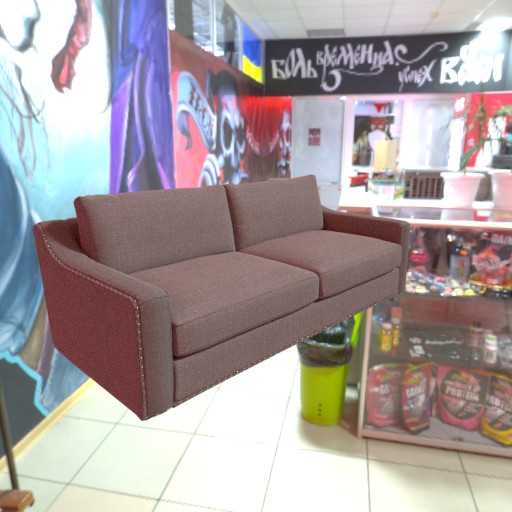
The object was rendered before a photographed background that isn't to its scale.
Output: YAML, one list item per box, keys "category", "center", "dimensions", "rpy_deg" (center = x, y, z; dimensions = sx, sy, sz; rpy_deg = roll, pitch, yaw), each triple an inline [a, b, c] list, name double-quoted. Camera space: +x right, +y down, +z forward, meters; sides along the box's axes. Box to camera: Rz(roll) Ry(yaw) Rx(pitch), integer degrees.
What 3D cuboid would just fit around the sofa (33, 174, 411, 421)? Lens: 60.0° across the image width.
- category: "sofa"
  center: [0.000, 0.000, 2.722]
  dimensions: [1.000, 0.857, 2.208]
  rpy_deg: [14, 21, 43]
